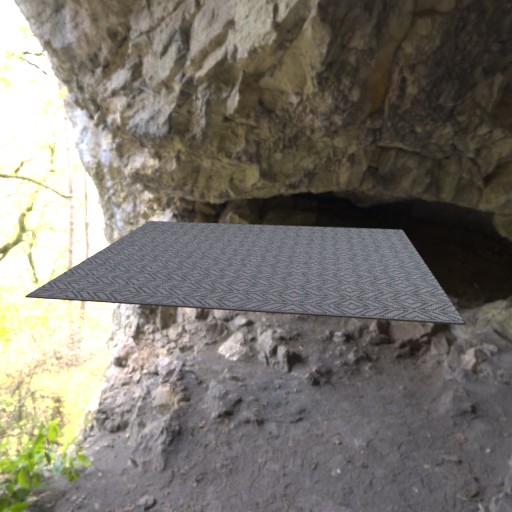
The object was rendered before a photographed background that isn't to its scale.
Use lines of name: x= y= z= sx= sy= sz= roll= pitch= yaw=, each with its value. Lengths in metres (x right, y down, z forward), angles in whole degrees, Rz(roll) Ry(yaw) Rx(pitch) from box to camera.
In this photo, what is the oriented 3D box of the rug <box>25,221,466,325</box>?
rug: x=0.000 y=0.000 z=4.161 sx=3.050 sy=0.017 sz=2.441 roll=3 pitch=18 yaw=8
